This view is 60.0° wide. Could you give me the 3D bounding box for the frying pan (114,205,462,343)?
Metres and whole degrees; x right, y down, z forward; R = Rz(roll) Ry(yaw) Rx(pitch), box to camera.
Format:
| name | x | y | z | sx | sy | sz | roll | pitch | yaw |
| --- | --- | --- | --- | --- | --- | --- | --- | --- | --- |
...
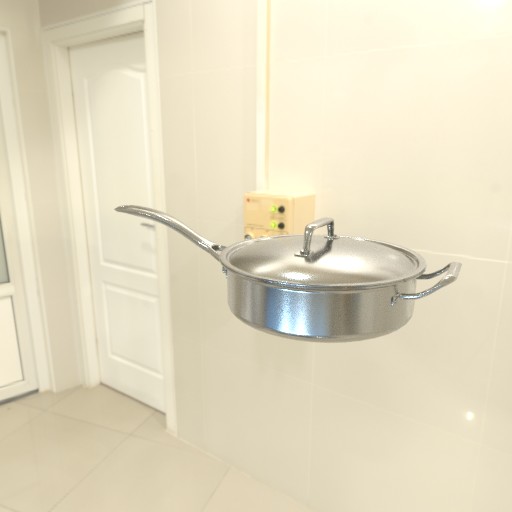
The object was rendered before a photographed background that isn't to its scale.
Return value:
| name | x | y | z | sx | sy | sz | roll | pitch | yaw |
| --- | --- | --- | --- | --- | --- | --- | --- | --- | --- |
| frying pan | 0.000 | 0.000 | 0.587 | 0.492 | 0.111 | 0.245 | 8 | 16 | 28 |
